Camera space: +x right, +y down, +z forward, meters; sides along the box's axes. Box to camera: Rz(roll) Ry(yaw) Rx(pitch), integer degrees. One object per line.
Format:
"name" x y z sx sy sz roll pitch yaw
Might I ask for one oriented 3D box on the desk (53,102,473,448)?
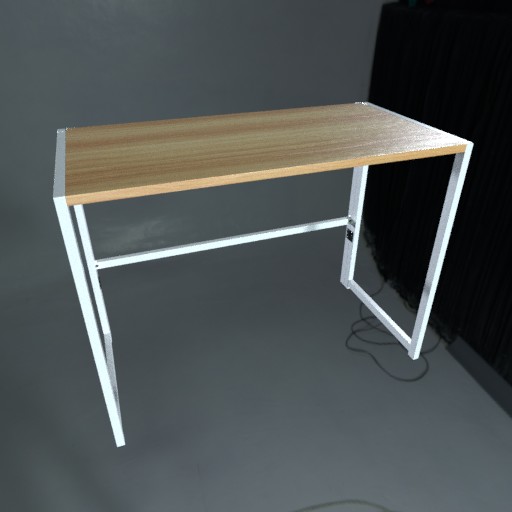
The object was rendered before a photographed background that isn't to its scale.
"desk" 0.000 0.000 1.397 1.016 0.762 0.508 -11 33 -17
